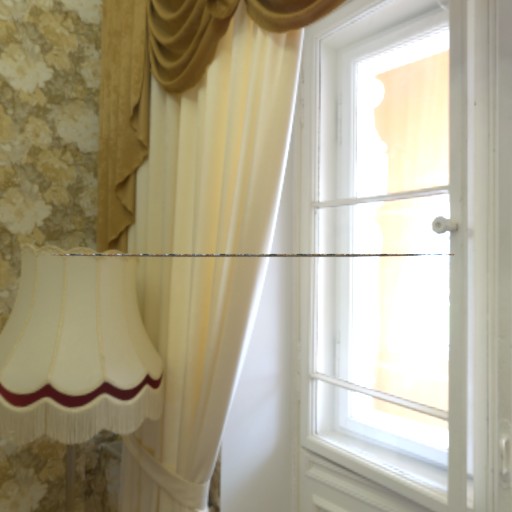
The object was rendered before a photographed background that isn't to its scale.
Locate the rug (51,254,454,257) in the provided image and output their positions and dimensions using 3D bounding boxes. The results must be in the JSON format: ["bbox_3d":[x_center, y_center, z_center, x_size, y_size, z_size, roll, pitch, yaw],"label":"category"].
[{"bbox_3d":[0.000,0.000,4.186,2.439,0.010,3.048,0,0,1],"label":"rug"}]
